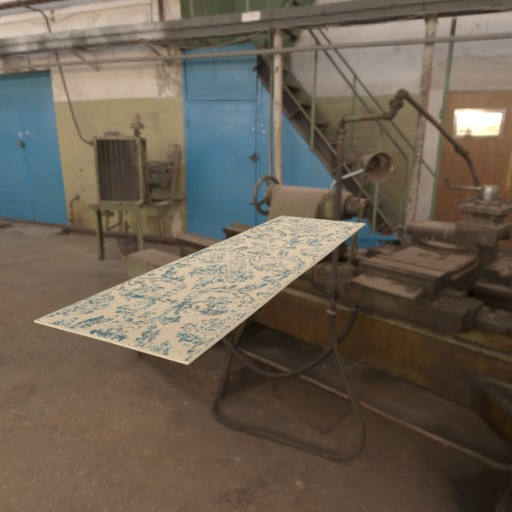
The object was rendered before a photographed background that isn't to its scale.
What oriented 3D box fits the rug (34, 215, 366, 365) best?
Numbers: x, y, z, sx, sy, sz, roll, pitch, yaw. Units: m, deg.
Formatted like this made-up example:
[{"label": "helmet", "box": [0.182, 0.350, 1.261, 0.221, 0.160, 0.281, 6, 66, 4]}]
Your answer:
[{"label": "rug", "box": [0.000, 0.000, 2.367, 0.662, 0.011, 2.196, 8, 18, 25]}]
